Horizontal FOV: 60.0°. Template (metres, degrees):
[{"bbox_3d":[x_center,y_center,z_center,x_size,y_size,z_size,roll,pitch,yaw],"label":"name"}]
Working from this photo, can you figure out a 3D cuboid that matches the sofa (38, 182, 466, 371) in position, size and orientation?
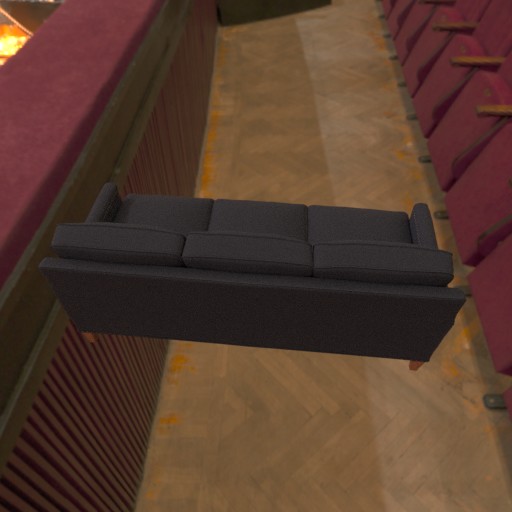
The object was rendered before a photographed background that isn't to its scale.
[{"bbox_3d":[0.000,0.000,2.825,2.246,1.003,1.084,4,46,4],"label":"sofa"}]
